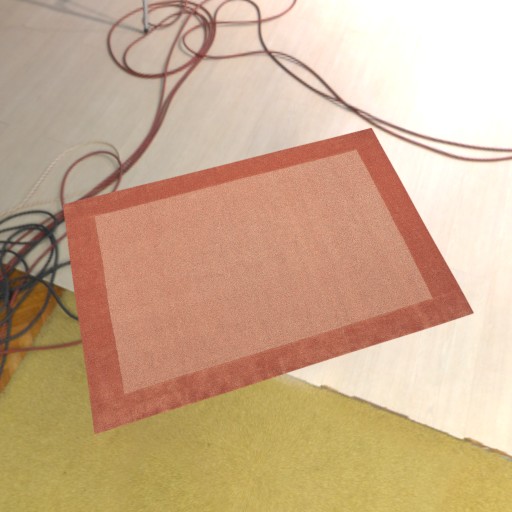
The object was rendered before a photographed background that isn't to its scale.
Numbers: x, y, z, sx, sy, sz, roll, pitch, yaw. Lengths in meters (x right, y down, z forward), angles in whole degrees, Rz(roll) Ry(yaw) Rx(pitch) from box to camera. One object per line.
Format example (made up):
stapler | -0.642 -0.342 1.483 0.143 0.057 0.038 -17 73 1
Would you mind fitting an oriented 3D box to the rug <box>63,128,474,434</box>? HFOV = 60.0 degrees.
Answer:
rug | 0.000 0.000 2.278 1.829 0.014 1.219 -16 65 -8
